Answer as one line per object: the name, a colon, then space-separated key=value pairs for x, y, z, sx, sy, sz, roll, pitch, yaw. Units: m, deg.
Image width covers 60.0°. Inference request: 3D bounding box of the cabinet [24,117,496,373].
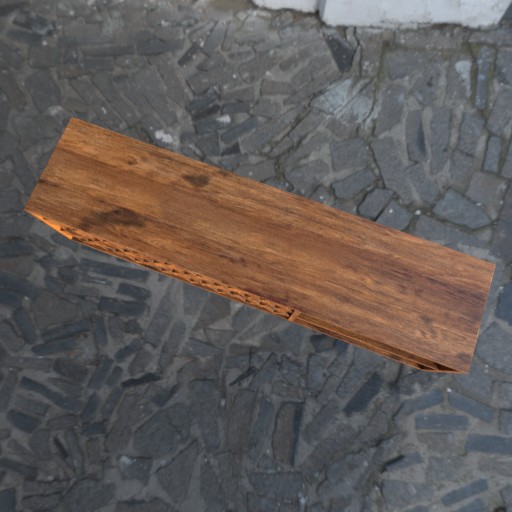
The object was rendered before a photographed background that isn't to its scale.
cabinet: x=0.000 y=0.000 z=1.645 sx=1.448 sy=0.528 sz=0.349 roll=20 pitch=77 yaw=5
